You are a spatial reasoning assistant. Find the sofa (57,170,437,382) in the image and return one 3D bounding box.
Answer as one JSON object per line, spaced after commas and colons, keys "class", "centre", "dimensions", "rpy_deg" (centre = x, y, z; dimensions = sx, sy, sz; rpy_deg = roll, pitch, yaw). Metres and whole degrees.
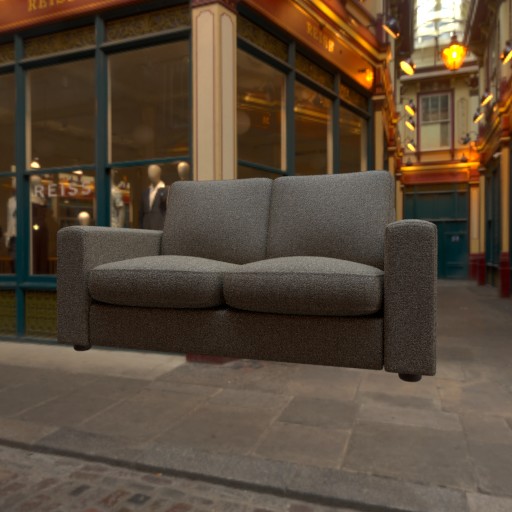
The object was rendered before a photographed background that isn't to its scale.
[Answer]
{"class": "sofa", "centre": [0.000, 0.000, 2.195], "dimensions": [1.616, 0.873, 1.016], "rpy_deg": [0, 1, 19]}
